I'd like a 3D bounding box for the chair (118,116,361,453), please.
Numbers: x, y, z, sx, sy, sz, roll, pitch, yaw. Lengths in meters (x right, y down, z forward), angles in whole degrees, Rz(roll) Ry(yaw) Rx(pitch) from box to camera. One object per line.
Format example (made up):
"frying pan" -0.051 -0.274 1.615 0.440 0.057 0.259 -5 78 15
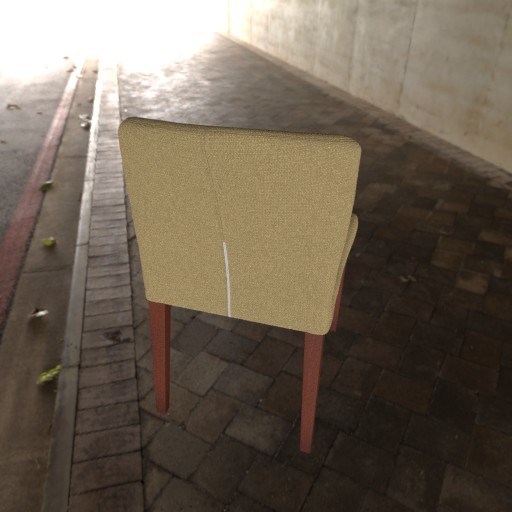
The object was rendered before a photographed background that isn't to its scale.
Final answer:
"chair" 0.000 0.000 1.181 0.491 0.839 0.589 9 33 14
